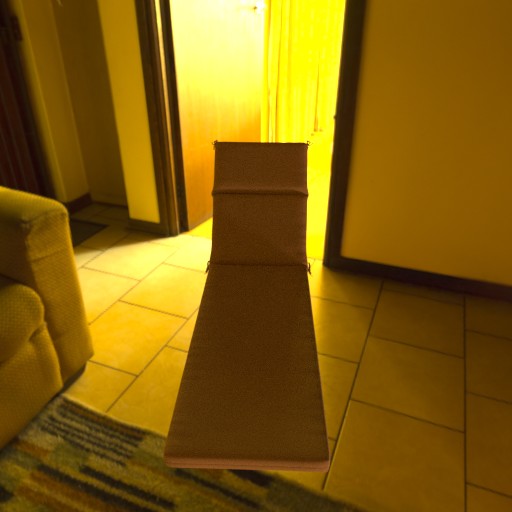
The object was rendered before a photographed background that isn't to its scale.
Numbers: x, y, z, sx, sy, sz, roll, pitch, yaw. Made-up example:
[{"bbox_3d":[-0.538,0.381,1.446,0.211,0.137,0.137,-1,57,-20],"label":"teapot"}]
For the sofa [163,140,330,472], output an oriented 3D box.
[{"bbox_3d":[0.000,0.000,1.948,0.582,0.622,1.663,1,29,2],"label":"sofa"}]
